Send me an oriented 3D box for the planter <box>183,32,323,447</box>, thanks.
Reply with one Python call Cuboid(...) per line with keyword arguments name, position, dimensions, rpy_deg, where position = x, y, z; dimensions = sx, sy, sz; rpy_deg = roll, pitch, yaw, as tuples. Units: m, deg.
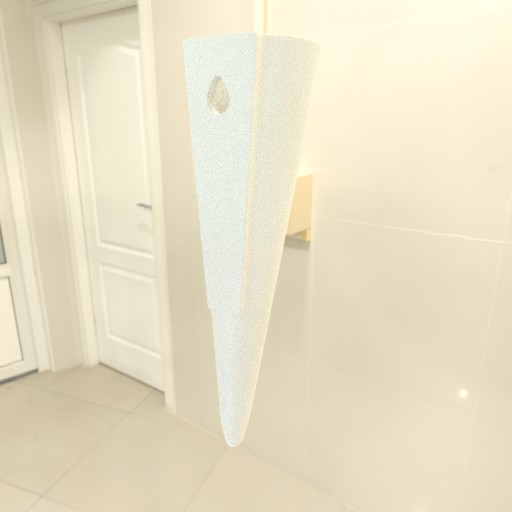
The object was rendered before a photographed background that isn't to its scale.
Cuboid(name="planter", position=(0.000, 0.000, 0.224), dimensions=(0.057, 0.193, 0.064), rpy_deg=(9, 19, 27))
